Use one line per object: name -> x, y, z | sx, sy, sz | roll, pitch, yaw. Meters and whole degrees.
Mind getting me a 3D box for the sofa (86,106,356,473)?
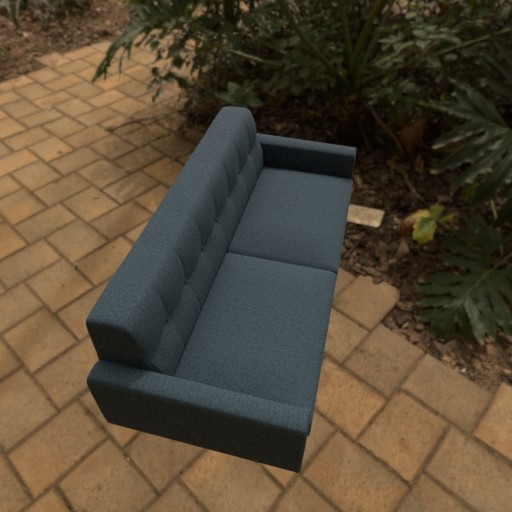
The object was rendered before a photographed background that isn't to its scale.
sofa -> 0.000, 0.000, 2.534 | 0.942, 0.884, 2.055 | 10, 46, 10
